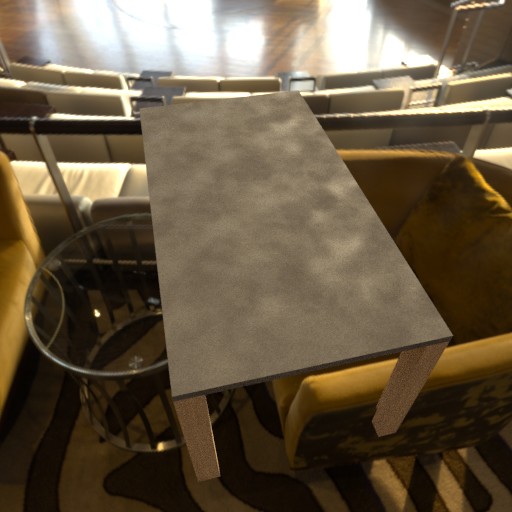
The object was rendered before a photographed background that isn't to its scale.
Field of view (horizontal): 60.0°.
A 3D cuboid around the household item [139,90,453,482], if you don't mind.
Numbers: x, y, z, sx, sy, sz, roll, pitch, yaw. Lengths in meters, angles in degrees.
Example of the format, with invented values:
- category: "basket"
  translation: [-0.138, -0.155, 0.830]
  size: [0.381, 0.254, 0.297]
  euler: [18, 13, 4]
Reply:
- category: "household item"
  translation: [0.000, 0.000, 2.083]
  size: [0.850, 0.755, 1.600]
  euler: [-10, 48, -9]
